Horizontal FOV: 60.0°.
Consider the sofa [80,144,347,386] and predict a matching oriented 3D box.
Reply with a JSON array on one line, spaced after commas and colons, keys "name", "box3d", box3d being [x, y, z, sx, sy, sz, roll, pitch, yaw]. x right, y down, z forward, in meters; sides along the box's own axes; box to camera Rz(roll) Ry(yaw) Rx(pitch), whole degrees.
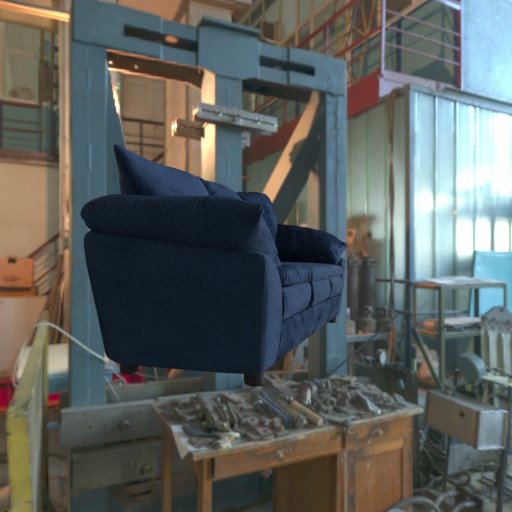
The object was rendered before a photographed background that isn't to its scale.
[{"name": "sofa", "box3d": [0.000, 0.000, 2.881, 0.907, 1.091, 2.390, 0, 0, 19]}]
